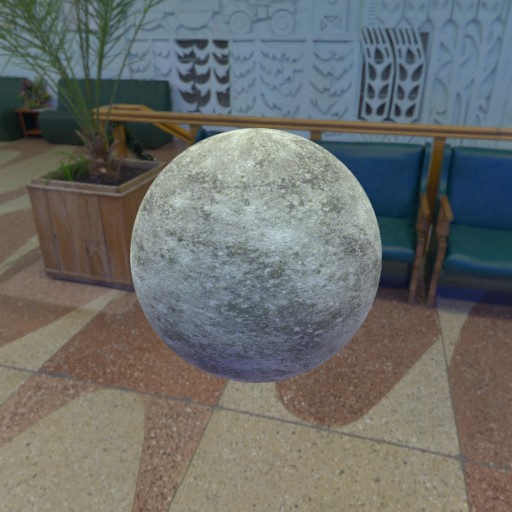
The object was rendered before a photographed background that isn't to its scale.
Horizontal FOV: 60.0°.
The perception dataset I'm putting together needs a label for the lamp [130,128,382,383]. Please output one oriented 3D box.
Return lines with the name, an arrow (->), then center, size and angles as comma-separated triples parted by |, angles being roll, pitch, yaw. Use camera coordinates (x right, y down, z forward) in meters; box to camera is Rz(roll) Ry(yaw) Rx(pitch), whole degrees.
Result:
lamp -> 0.000, 0.000, 0.773 | 0.422, 0.429, 0.422 | 0, 26, 0
